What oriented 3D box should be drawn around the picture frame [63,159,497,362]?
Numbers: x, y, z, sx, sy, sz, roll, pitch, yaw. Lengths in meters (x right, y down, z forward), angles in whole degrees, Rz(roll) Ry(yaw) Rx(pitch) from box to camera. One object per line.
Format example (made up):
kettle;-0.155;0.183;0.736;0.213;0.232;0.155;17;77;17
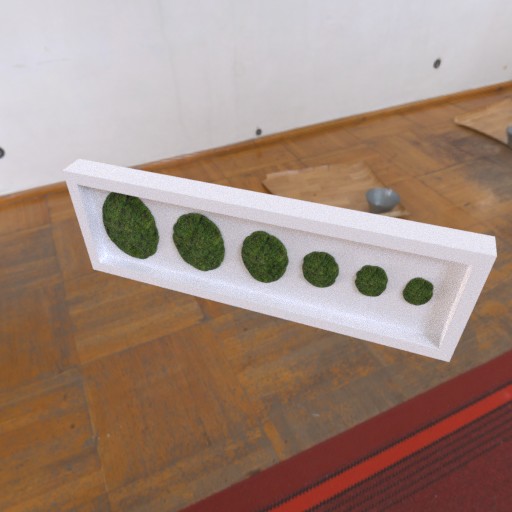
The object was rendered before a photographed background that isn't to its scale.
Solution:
picture frame;0.000;0.000;0.838;0.759;0.250;0.050;13;41;15
